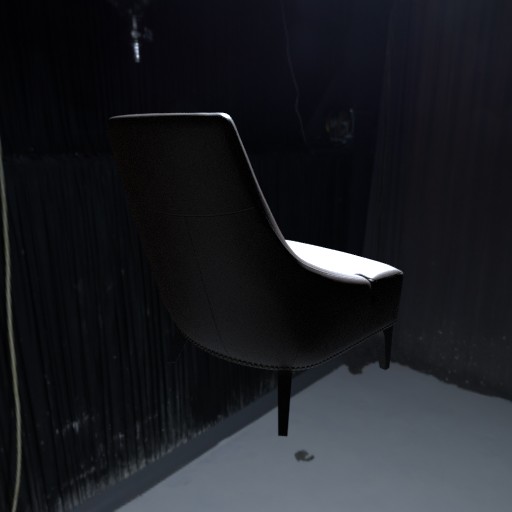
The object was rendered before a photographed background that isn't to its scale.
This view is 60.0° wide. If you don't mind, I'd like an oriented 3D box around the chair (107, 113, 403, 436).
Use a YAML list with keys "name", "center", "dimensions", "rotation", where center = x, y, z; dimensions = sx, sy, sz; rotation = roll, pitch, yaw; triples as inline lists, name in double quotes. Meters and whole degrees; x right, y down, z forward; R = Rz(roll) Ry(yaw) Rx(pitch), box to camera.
- name: "chair"
  center: [0.000, 0.000, 1.521]
  dimensions: [0.861, 0.909, 0.701]
  rotation: [-15, 21, -42]
